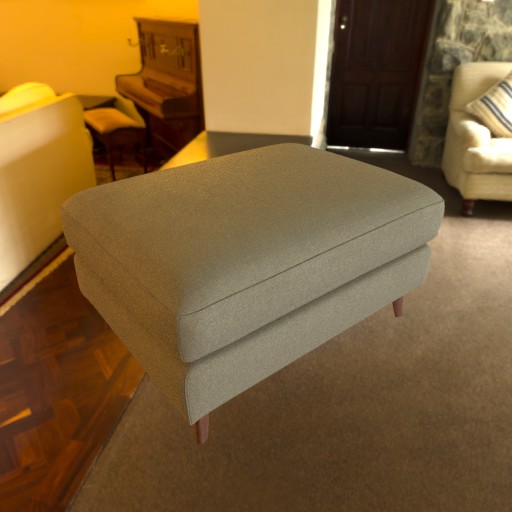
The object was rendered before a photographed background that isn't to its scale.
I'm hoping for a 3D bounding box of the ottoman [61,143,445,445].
[{"bbox_3d":[0.000,0.000,1.176,0.811,0.449,0.608,-22,36,-33],"label":"ottoman"}]
